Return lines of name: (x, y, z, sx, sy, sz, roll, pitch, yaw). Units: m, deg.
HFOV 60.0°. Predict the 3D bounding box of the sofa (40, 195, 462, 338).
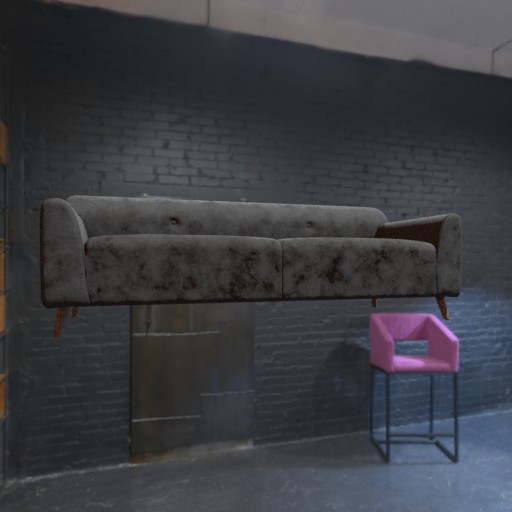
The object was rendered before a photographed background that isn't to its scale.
sofa: (0.000, 0.000, 2.616, 2.190, 0.740, 0.900, 0, -1, -17)
